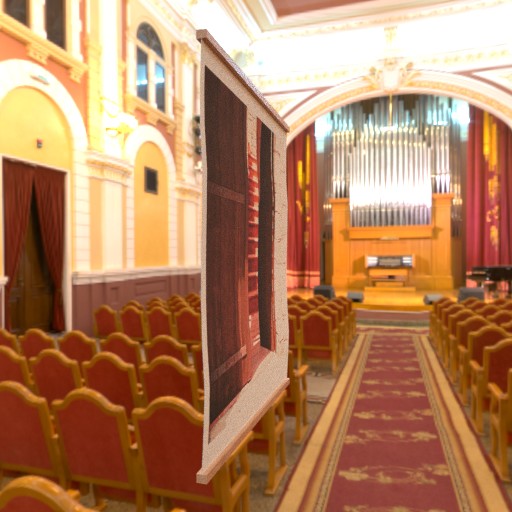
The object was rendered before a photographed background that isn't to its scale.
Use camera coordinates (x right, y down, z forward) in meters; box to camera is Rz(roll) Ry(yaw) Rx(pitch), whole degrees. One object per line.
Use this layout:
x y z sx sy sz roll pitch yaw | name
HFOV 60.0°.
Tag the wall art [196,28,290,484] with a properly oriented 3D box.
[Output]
0.000 0.000 0.689 0.013 0.508 0.406 0 0 17 | wall art
